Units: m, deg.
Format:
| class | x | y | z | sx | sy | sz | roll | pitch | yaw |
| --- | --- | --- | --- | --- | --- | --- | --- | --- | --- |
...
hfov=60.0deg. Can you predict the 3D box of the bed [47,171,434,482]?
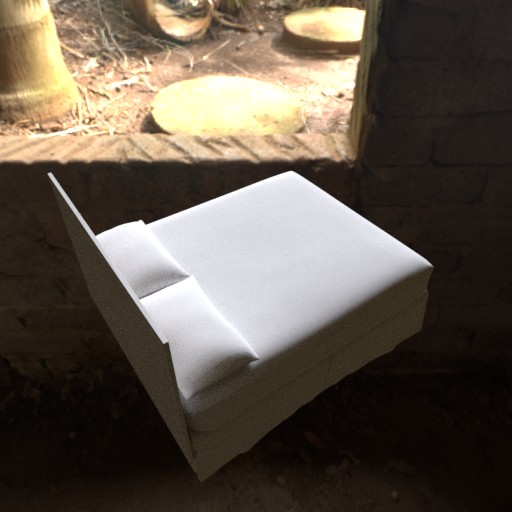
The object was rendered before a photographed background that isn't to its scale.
| class | x | y | z | sx | sy | sz | roll | pitch | yaw |
| --- | --- | --- | --- | --- | --- | --- | --- | --- | --- |
| bed | 0.000 | 0.000 | 3.179 | 2.094 | 1.335 | 1.745 | -25 | 47 | -26 |
